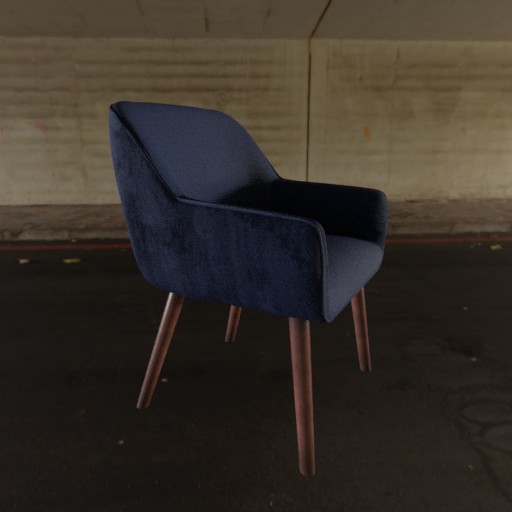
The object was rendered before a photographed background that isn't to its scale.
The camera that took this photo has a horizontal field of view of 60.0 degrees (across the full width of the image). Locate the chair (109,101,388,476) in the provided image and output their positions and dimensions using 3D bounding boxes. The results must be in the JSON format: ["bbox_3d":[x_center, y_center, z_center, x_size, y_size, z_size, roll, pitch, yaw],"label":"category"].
[{"bbox_3d":[0.000,0.000,1.240,0.600,0.820,0.600,8,17,27],"label":"chair"}]
